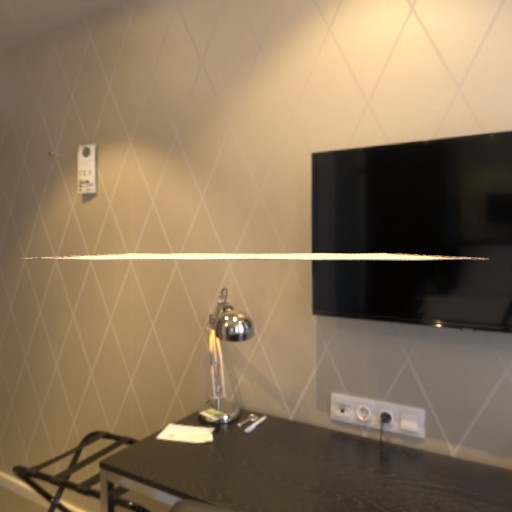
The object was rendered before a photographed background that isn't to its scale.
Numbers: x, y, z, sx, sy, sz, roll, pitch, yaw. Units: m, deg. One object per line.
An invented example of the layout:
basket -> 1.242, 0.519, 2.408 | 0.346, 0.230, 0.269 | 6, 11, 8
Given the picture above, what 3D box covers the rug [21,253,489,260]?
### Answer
rug -> 0.000, 0.000, 2.353 | 1.861, 0.017, 1.218 | 0, 1, 1
